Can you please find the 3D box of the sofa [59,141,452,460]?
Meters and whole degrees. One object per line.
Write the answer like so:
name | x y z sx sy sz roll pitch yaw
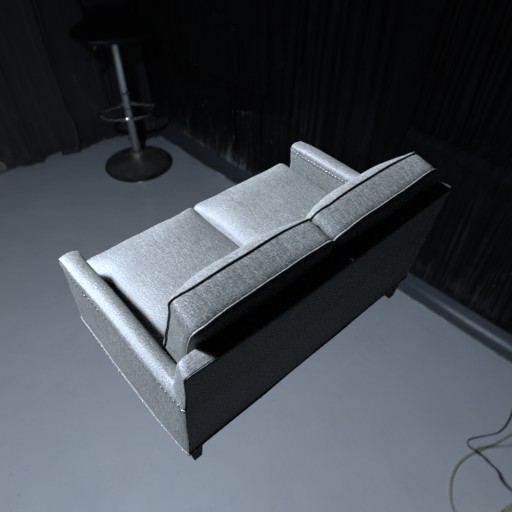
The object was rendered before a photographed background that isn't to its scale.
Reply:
sofa | 0.000 0.000 2.228 1.597 1.003 1.084 -32 53 -28
